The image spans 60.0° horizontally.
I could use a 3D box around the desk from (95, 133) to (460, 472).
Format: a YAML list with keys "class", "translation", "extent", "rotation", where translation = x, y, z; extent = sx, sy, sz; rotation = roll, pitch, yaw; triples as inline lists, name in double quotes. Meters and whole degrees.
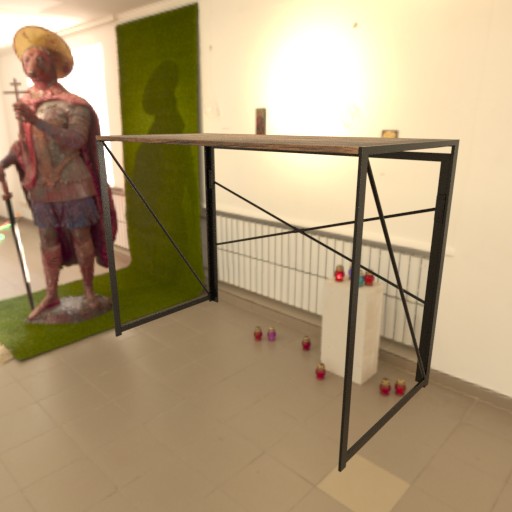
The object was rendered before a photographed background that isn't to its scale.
- class: "desk"
  translation: [0.000, 0.000, 1.446]
  extent: [1.015, 0.747, 0.505]
  rotation: [15, 22, 41]
